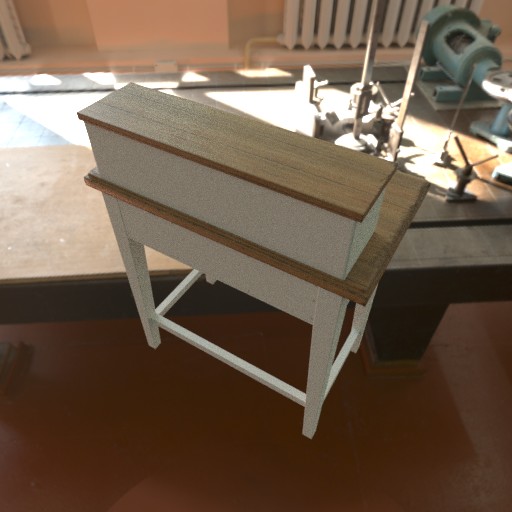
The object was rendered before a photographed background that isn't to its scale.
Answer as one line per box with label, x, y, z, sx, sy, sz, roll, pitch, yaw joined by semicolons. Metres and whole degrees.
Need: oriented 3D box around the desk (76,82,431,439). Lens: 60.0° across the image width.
desk;0.000;0.000;1.398;0.814;0.981;0.462;23;50;21
